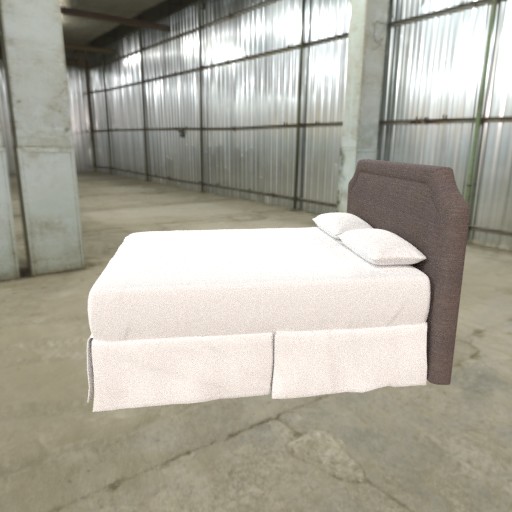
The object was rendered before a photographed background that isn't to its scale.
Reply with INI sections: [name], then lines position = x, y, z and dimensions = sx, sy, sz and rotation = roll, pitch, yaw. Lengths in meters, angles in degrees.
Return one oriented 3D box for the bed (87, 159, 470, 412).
[bed]
position = 0.000, 0.000, 3.138
dimensions = 2.116, 1.290, 1.693
rotation = -2, 14, -7
